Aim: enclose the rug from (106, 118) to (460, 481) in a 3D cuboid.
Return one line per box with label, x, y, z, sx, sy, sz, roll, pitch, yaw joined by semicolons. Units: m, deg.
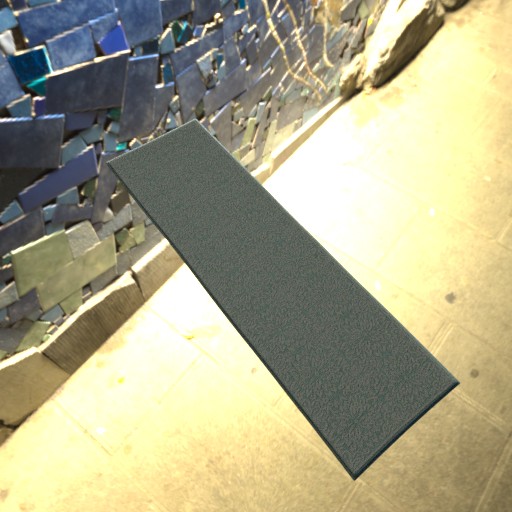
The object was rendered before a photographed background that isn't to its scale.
rug;0.000;0.000;2.364;0.662;0.011;2.196;-33;63;-19
